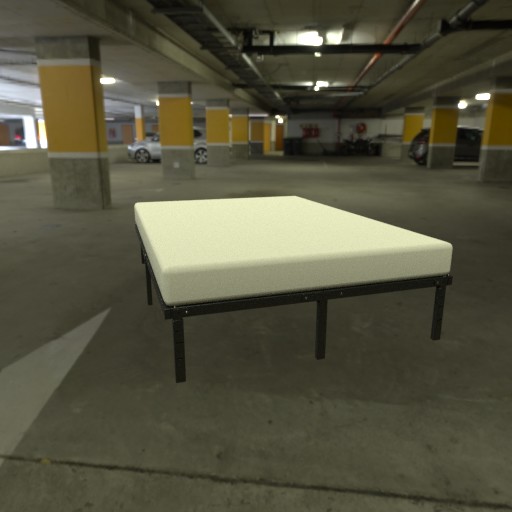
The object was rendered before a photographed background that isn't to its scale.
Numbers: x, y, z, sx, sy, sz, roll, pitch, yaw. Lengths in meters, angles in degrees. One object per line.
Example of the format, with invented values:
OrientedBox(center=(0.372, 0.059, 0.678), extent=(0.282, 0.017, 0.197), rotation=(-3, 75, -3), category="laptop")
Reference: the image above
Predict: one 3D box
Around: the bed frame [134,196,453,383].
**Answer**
OrientedBox(center=(0.000, 0.000, 3.892), extent=(2.205, 0.680, 2.842), rotation=(-3, 15, -11), category="bed frame")
